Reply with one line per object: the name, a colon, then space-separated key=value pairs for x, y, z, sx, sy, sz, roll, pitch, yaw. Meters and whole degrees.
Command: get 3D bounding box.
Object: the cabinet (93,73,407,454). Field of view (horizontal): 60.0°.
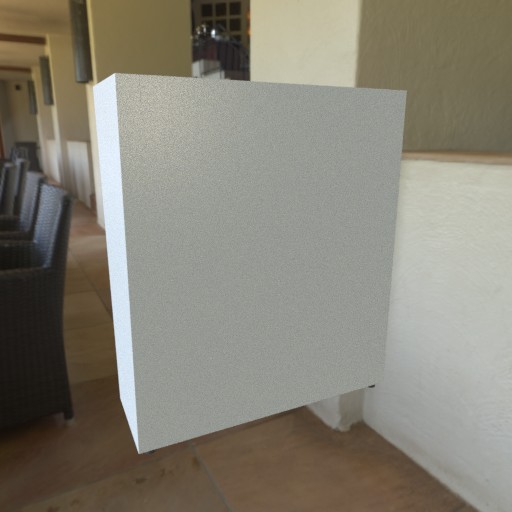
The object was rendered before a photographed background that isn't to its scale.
cabinet: x=0.000 y=0.000 z=1.620 sx=0.990 sy=1.150 sz=0.348 roll=-7 pitch=16 yaw=-25
